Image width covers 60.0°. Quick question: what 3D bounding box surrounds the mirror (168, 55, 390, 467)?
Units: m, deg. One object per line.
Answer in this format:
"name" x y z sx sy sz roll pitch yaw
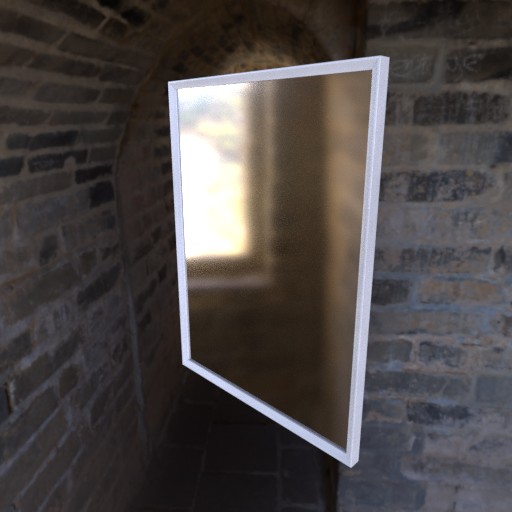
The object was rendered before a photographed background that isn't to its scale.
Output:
"mirror" 0.000 0.000 1.318 0.041 1.016 0.762 -15 22 -43
